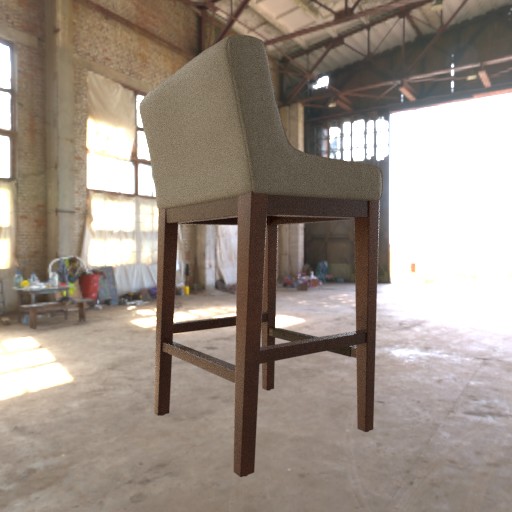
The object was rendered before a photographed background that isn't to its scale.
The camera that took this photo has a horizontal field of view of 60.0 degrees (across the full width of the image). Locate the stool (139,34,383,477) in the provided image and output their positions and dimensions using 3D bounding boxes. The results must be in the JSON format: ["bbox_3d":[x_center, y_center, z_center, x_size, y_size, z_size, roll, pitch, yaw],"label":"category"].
[{"bbox_3d":[0.000,0.000,1.232,0.500,0.937,0.511,-1,1,-36],"label":"stool"}]
